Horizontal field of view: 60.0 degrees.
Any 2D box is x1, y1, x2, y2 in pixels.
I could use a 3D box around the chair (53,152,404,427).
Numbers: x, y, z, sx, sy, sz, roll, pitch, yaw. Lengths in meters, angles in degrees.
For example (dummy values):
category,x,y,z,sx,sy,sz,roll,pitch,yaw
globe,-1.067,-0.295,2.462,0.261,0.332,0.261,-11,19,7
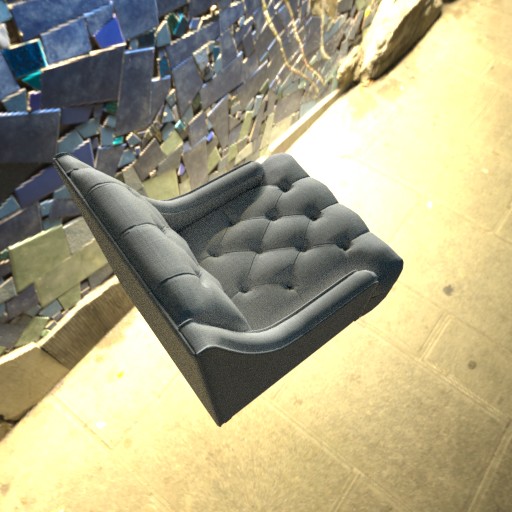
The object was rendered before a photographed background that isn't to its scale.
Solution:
category,x,y,z,sx,sy,sz,roll,pitch,yaw
chair,0.000,0.000,1.428,0.772,0.891,0.658,-33,64,-18
